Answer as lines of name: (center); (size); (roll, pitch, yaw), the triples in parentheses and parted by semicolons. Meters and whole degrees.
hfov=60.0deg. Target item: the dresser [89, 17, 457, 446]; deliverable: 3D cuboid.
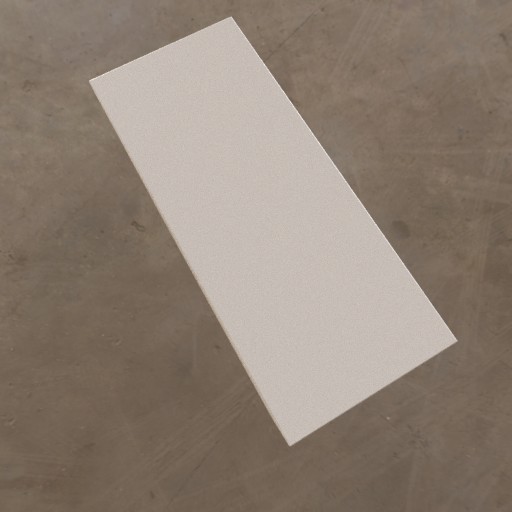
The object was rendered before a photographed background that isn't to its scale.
dresser: (0.000, 0.000, 1.621); (0.460, 1.000, 1.100); (-29, 75, -8)
